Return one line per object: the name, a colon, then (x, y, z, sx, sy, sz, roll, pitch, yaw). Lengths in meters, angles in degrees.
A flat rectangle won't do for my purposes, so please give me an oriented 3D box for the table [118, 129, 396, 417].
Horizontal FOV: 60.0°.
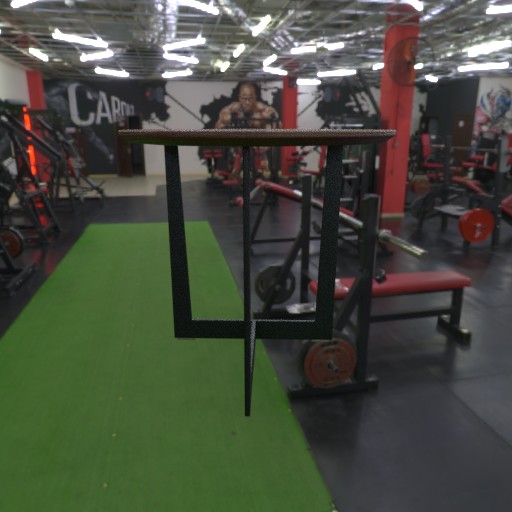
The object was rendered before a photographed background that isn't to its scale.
table: (0.000, 0.000, 0.870, 0.477, 0.476, 0.494, -2, 17, -8)
